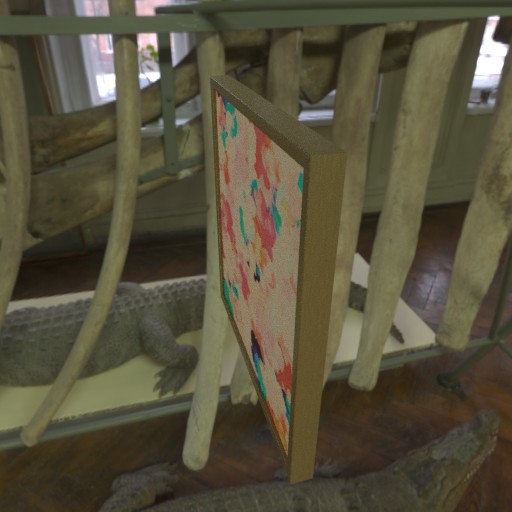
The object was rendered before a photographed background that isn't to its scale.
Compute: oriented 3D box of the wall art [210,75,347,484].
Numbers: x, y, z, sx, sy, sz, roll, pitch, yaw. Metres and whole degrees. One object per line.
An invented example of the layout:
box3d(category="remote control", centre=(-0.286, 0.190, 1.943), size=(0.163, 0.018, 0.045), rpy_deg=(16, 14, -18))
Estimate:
box3d(category="wall art", centre=(0.000, 0.000, 0.760), size=(0.037, 0.509, 0.510), rpy_deg=(-8, 31, -14))
